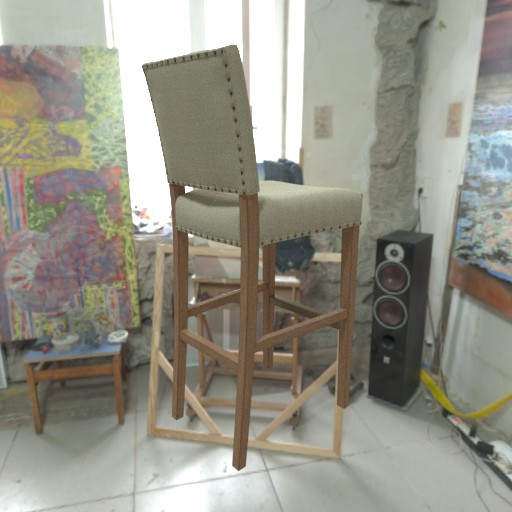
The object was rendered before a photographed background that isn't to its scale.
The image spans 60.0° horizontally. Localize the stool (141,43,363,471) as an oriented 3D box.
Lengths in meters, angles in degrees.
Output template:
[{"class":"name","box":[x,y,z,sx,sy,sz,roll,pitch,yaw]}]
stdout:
[{"class":"stool","box":[0.000,0.000,1.419,0.546,1.143,0.428,-14,21,-41]}]
